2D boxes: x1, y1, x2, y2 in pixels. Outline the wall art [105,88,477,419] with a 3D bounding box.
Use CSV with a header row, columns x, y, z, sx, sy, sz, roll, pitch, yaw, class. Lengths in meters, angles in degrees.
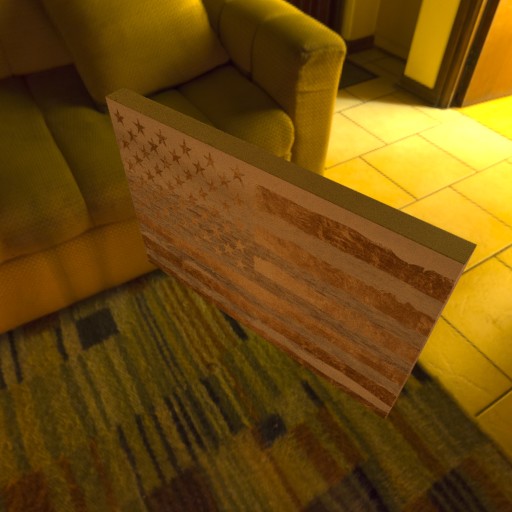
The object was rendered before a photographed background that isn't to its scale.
x,y,z,sx,sy,sz,roll,pitch,yaw,class
0.000,0.000,0.766,0.606,0.407,0.041,30,54,25,wall art
